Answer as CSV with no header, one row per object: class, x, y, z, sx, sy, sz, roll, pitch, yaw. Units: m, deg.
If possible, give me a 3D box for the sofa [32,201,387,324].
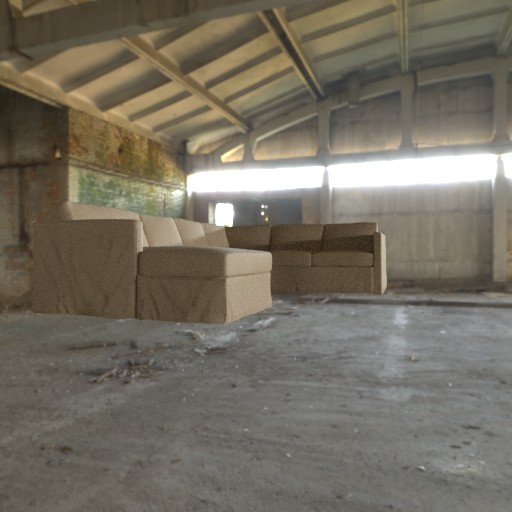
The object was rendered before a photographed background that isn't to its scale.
sofa,0.000,0.000,4.625,2.476,0.878,3.528,0,0,19
